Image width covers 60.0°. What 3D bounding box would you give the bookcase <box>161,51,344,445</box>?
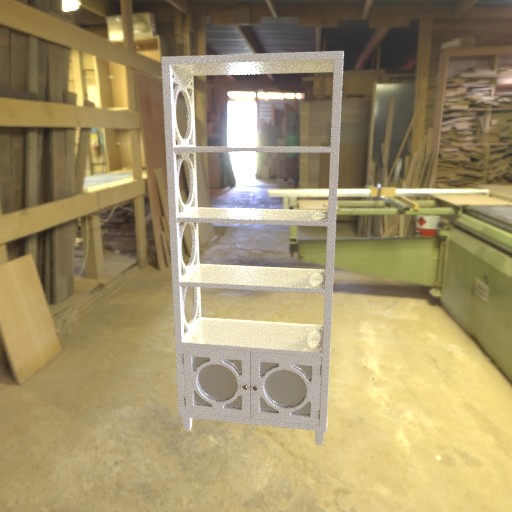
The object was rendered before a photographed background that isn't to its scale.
[{"bbox_3d":[0.000,0.000,2.190,0.761,1.869,0.361,2,14,9],"label":"bookcase"}]
